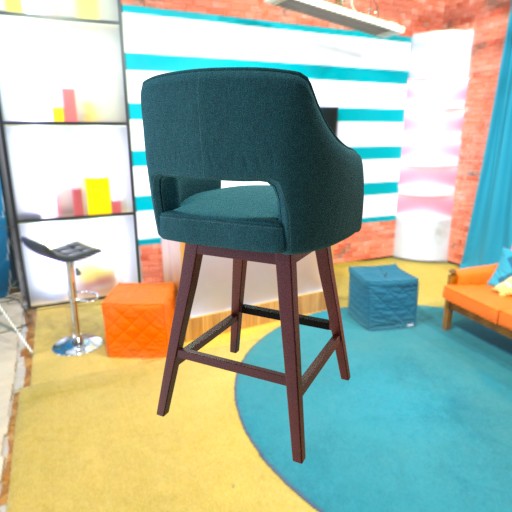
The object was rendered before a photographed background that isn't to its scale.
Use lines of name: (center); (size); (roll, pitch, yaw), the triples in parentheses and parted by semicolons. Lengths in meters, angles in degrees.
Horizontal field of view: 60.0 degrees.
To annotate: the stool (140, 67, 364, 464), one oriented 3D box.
stool: (0.000, 0.000, 1.301); (0.548, 0.961, 0.556); (8, 17, 26)
